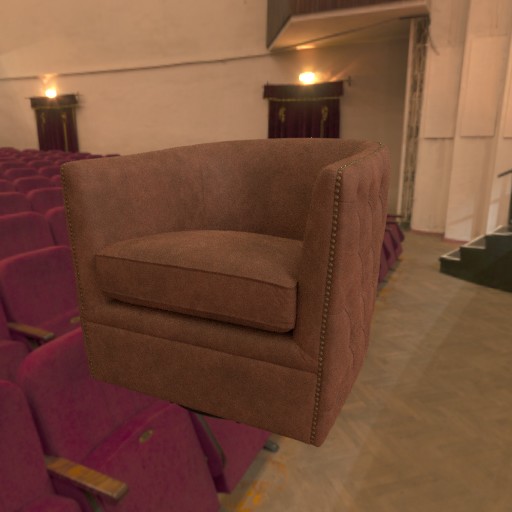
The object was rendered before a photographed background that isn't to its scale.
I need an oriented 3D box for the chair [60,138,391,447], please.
[{"bbox_3d":[0.000,0.000,1.514,0.850,0.790,0.870,7,16,25],"label":"chair"}]
